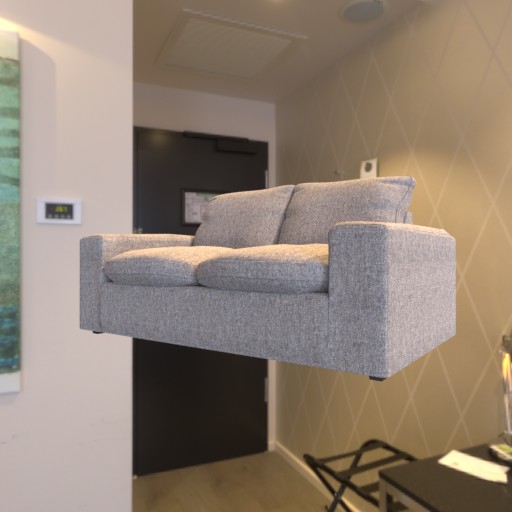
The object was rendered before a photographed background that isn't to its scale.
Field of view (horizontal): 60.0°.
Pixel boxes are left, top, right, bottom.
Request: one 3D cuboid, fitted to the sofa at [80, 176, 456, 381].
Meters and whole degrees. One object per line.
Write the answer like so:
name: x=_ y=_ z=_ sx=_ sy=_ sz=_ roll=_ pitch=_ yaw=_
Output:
sofa: x=0.000 y=0.000 z=2.359 sx=1.758 sy=0.877 sz=1.094 roll=0 pitch=0 yaw=36
